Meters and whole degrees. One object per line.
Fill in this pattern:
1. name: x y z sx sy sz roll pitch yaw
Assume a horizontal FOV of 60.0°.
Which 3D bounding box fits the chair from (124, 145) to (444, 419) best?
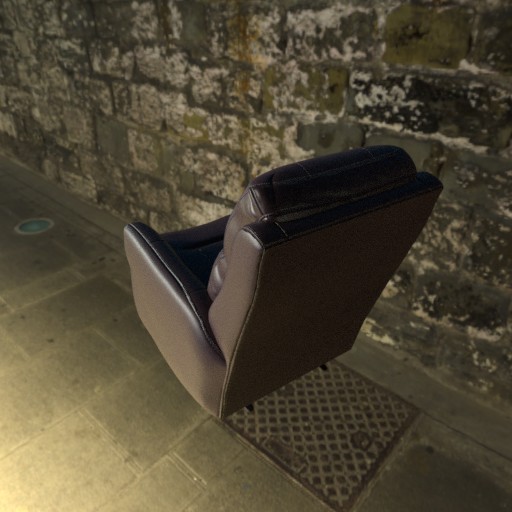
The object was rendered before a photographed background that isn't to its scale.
1. chair: 0.000 0.000 1.772 0.829 1.030 1.080 -19 36 -29
